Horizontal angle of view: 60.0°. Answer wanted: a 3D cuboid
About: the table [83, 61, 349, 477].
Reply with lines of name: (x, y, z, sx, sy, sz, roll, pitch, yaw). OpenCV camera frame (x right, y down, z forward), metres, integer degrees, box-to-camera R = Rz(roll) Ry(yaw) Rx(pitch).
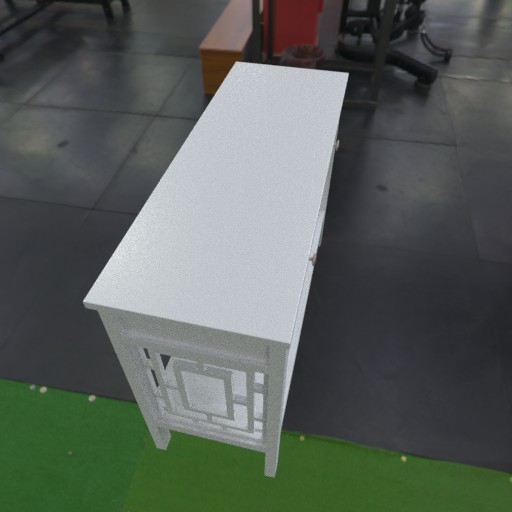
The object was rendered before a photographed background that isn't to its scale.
table: (0.000, 0.000, 1.408, 0.397, 0.753, 1.068, 10, 47, 9)
